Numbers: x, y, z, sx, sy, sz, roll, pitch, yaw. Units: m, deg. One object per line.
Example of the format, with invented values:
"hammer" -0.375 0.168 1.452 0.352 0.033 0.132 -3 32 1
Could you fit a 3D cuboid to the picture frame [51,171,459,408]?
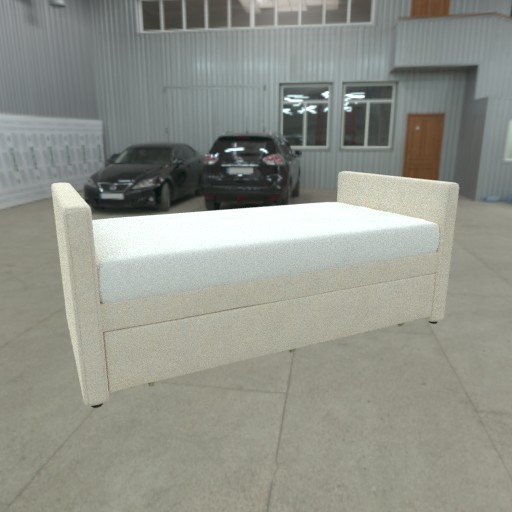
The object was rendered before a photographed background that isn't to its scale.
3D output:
"picture frame" 0.000 0.000 2.714 2.161 0.891 1.069 -7 17 -25
